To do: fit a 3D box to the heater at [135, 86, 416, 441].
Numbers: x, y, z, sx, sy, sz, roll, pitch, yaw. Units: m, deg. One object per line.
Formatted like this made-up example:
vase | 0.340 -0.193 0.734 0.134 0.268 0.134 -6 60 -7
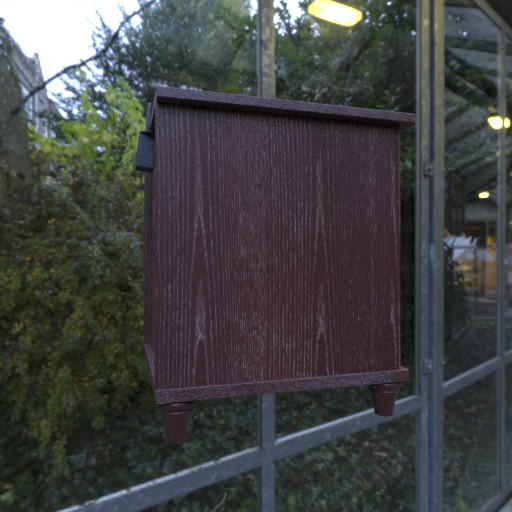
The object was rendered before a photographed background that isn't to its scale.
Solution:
heater | 0.000 0.000 0.761 0.400 0.481 0.362 0 0 -17
